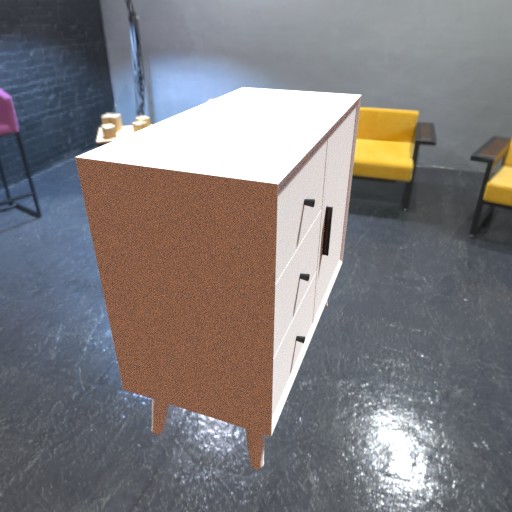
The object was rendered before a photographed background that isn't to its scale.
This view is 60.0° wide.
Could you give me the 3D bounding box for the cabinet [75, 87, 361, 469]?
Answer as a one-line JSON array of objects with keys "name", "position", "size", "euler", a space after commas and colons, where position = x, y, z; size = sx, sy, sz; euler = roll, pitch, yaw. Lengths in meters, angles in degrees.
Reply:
[{"name": "cabinet", "position": [0.000, 0.000, 1.252], "size": [0.398, 0.761, 0.800], "euler": [11, 32, 18]}]
